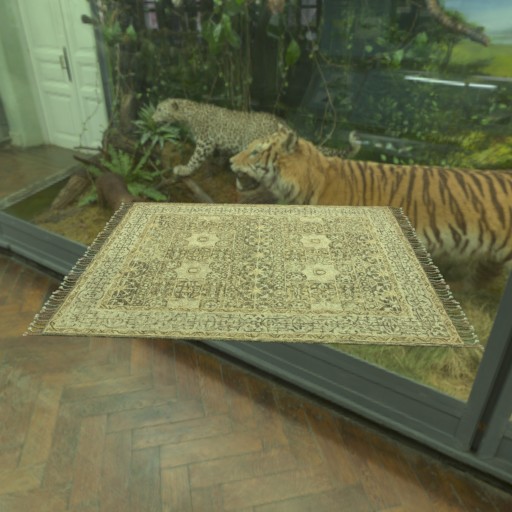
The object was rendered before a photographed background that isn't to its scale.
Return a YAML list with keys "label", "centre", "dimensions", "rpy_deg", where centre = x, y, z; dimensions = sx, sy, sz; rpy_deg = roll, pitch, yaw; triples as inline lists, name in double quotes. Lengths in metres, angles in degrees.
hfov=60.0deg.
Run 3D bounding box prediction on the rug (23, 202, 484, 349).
- label: "rug"
  centre: [0.000, 0.000, 4.171]
  dimensions: [3.291, 0.017, 2.431]
  rpy_deg: [1, 30, 2]
